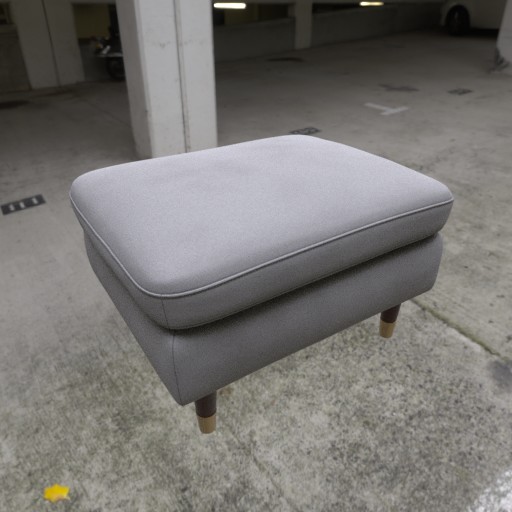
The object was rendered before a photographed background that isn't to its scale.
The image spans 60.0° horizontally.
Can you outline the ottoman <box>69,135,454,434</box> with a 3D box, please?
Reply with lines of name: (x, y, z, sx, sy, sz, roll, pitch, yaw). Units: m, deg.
ottoman: (0.000, 0.000, 1.108, 0.747, 0.478, 0.593, -18, 35, -29)
